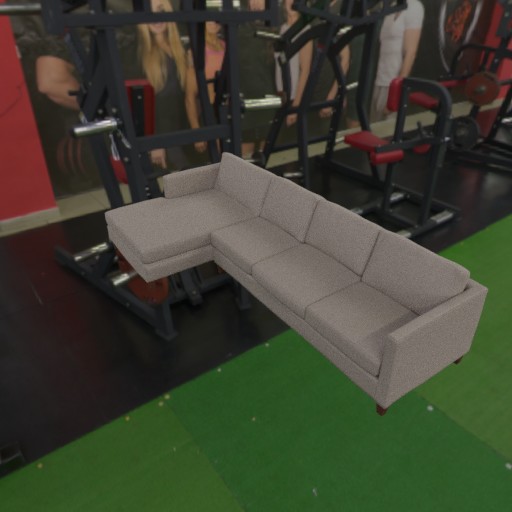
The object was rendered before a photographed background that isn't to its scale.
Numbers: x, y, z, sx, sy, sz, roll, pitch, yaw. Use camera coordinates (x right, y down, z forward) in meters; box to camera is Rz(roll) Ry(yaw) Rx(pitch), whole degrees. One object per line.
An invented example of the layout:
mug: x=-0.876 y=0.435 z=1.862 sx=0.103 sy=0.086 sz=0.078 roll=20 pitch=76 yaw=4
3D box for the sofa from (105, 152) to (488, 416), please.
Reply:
sofa: x=0.000 y=0.000 z=3.819 sx=1.625 sy=0.846 sz=3.186 roll=-20 pitch=37 yaw=-29
